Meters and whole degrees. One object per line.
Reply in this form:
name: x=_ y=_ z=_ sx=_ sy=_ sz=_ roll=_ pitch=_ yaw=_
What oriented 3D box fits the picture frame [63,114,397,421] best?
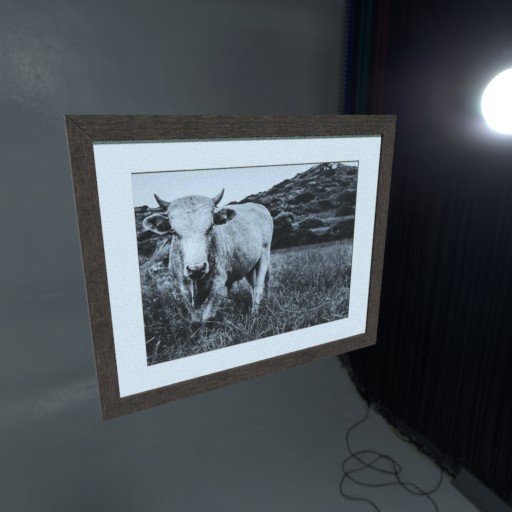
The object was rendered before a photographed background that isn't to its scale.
picture frame: x=0.000 y=0.000 z=0.749 sx=0.546 sy=0.455 sz=0.026 roll=-9 pitch=20 yaw=-25
